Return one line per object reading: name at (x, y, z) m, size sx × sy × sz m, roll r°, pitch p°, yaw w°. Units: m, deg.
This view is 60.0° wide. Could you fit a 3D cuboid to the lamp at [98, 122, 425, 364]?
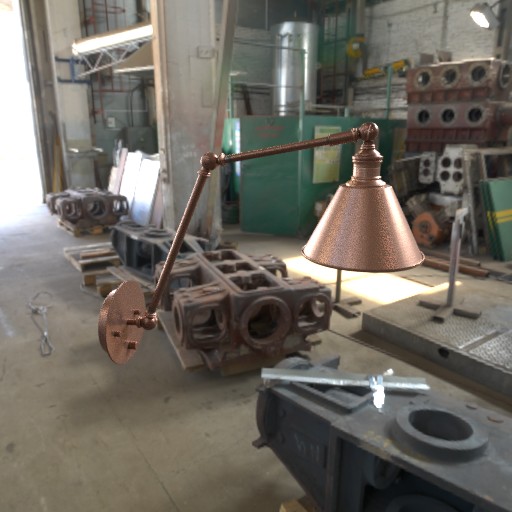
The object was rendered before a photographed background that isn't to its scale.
lamp at (0.000, 0.000, 0.871) m, size 0.624 × 0.502 × 0.223 m, roll 3°, pitch 16°, yaw 10°
